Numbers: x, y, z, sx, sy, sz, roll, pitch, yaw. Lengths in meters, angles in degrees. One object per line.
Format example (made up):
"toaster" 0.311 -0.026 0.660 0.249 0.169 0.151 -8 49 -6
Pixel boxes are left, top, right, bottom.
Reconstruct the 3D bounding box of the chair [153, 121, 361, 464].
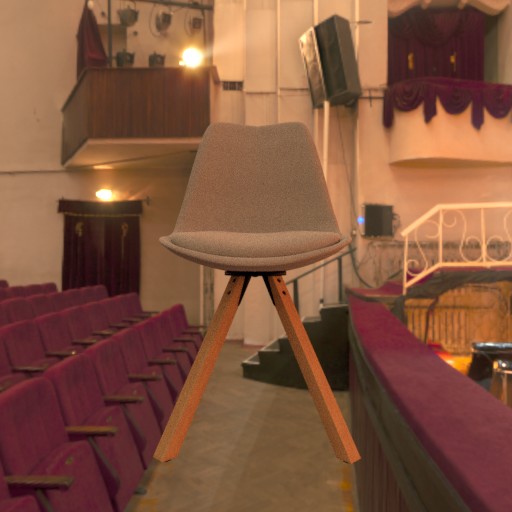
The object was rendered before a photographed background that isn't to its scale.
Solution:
"chair" 0.000 0.000 1.168 0.474 0.863 0.549 0 0 1
